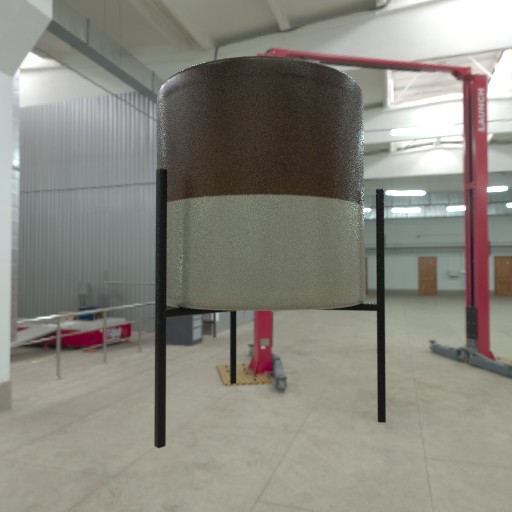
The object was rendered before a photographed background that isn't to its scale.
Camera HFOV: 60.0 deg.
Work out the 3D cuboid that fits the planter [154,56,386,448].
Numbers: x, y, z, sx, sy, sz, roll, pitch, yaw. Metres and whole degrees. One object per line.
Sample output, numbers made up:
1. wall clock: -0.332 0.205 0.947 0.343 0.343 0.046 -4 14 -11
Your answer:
1. planter: 0.000 0.000 0.546 0.255 0.375 0.269 1 -2 -18
